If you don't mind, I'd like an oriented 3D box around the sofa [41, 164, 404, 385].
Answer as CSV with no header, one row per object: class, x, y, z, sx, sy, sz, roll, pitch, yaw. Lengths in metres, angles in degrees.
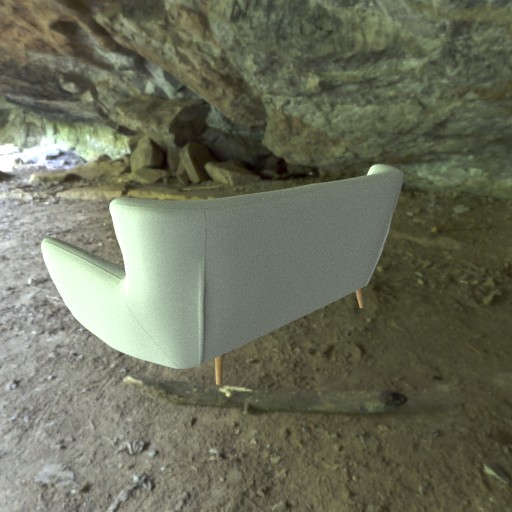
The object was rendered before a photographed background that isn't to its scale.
sofa,0.000,0.000,2.399,0.899,0.890,1.930,16,23,42
